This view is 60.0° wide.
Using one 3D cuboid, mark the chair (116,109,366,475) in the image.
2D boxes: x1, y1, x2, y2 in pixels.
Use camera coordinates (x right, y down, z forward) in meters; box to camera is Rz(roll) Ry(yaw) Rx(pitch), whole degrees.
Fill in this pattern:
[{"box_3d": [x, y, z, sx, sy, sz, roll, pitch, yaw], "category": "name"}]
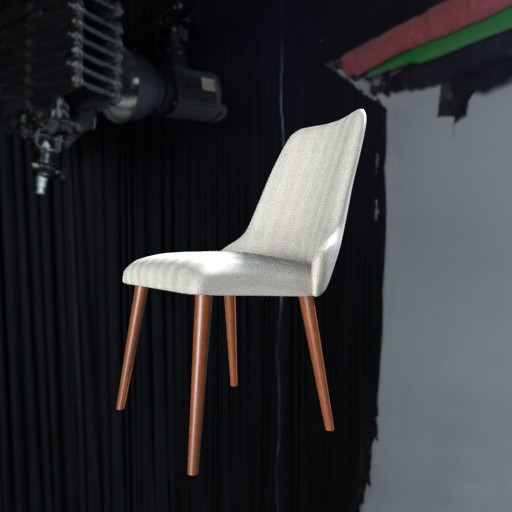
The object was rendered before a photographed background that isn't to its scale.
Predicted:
[{"box_3d": [0.000, 0.000, 1.323, 0.684, 0.917, 0.526, 0, 1, -35], "category": "chair"}]
